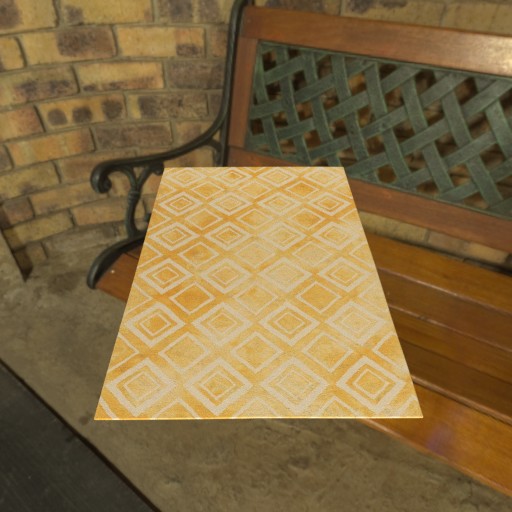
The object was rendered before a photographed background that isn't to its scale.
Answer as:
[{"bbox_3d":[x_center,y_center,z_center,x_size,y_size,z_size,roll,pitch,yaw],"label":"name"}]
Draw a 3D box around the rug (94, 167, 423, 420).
[{"bbox_3d":[0.000,0.000,2.317,1.213,0.010,1.829,0,41,-1],"label":"rug"}]
